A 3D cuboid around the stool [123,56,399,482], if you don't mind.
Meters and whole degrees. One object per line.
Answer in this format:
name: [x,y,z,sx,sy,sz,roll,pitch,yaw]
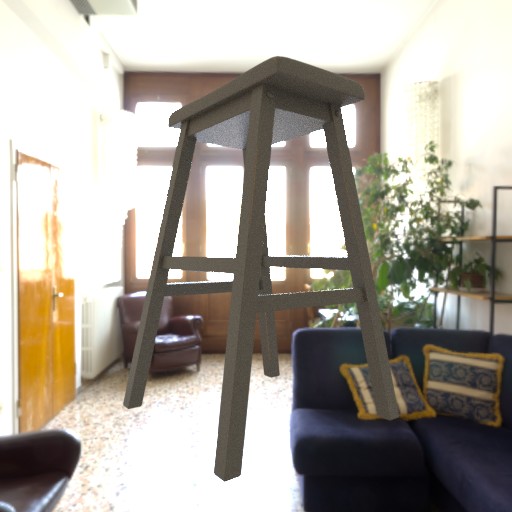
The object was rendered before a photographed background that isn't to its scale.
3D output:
stool: [0.000,0.000,1.049,0.476,0.737,0.457,0,1,-37]
